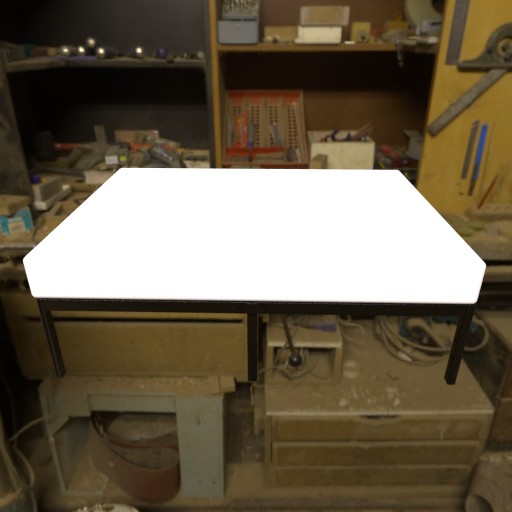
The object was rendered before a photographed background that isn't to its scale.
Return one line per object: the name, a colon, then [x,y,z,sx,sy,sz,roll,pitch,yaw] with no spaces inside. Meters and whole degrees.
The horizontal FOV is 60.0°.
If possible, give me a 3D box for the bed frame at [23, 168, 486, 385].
bed frame: [0.000,0.000,2.616,1.956,0.659,1.408,1,27,1]
